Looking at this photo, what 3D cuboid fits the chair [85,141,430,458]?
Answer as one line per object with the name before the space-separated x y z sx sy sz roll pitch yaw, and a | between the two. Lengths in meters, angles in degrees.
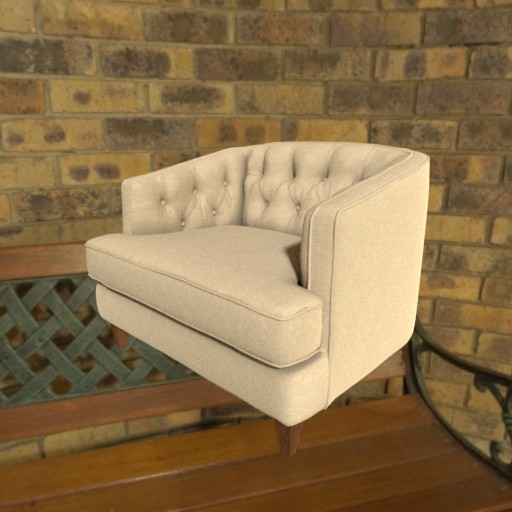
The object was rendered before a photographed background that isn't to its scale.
chair | 0.000 0.000 1.734 1.104 0.852 0.941 15 22 42
